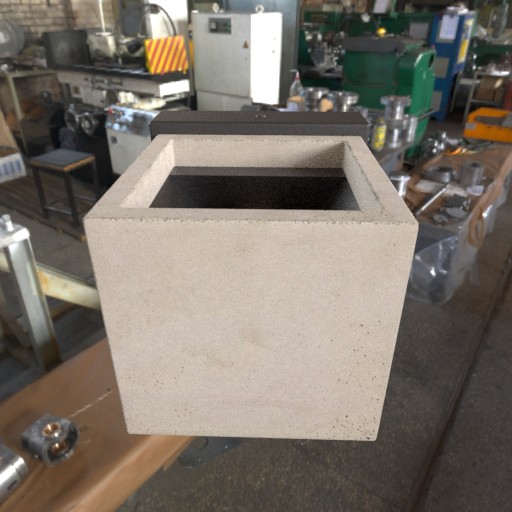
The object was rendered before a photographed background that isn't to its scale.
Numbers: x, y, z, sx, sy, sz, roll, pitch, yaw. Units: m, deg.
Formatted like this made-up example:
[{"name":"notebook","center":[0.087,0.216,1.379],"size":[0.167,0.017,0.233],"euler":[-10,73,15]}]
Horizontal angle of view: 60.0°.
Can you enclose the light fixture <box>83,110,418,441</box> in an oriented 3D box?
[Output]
[{"name":"light fixture","center":[0.000,0.000,0.235],"size":[0.121,0.121,0.143],"euler":[1,29,2]}]
